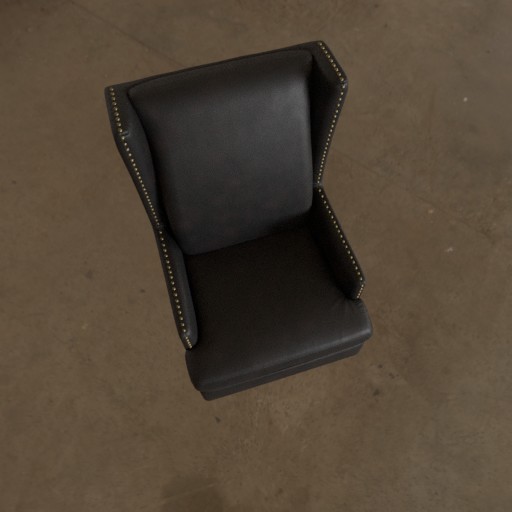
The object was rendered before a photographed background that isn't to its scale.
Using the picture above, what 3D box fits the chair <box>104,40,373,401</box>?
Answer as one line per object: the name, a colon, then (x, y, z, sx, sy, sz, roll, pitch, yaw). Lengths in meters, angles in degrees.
chair: (0.000, 0.000, 1.649, 0.703, 1.142, 0.799, -16, 65, -7)
